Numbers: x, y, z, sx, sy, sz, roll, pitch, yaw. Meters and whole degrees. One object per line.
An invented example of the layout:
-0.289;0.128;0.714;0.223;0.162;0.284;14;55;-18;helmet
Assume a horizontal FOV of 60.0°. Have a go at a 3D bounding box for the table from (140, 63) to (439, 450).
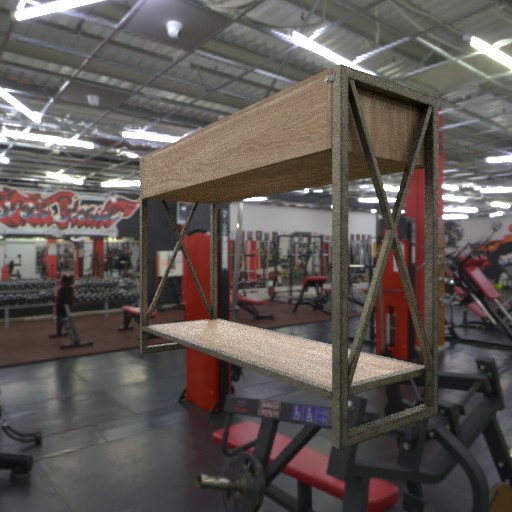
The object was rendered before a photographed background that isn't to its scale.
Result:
0.000;0.000;1.405;0.361;0.763;1.059;0;0;-36;table
